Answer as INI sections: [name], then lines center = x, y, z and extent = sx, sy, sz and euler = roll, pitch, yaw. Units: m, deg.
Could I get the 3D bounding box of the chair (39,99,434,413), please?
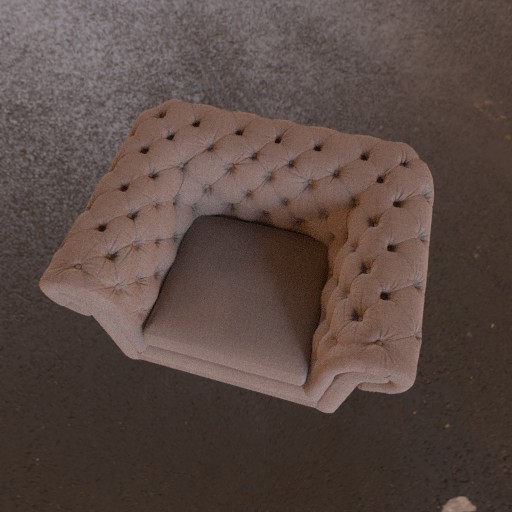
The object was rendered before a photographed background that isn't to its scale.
[chair]
center = 0.000, 0.000, 1.875
extent = 1.270, 0.770, 0.976
euler = 13, 60, 8
